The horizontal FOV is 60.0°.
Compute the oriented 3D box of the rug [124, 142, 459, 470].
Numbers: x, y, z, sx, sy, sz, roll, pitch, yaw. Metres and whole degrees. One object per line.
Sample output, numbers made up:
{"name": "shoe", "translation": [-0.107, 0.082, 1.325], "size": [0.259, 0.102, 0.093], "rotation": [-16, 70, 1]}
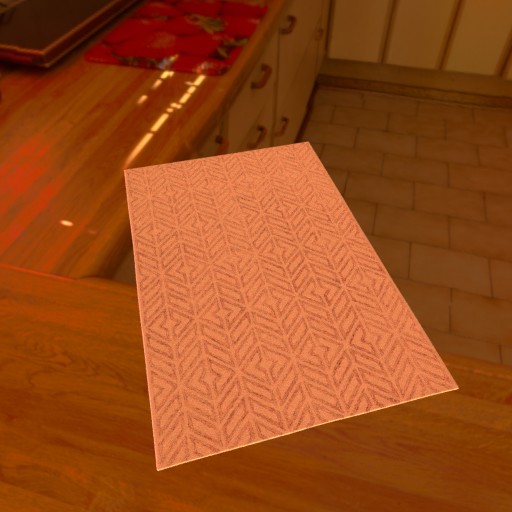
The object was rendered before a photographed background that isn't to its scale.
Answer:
{"name": "rug", "translation": [0.000, 0.000, 2.288], "size": [1.220, 0.007, 1.828], "rotation": [-11, 49, -10]}
